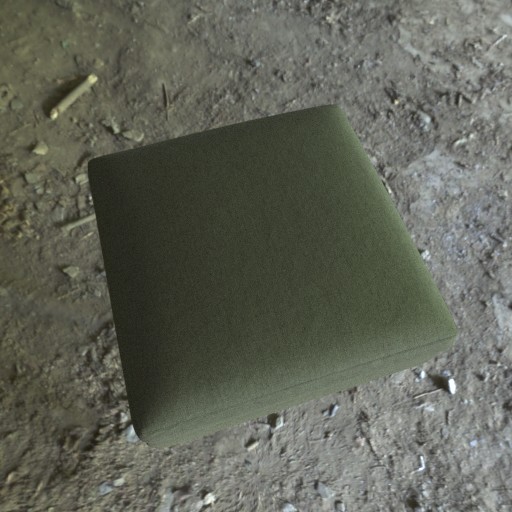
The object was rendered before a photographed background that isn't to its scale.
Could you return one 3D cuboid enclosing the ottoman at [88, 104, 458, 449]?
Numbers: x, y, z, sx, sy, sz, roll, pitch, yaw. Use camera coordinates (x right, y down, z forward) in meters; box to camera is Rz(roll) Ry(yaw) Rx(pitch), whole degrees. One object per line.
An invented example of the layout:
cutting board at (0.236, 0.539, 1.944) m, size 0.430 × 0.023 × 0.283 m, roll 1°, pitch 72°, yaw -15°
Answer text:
ottoman at (0.000, 0.000, 1.612) m, size 1.041 × 0.470 × 1.041 m, roll -15°, pitch 65°, yaw -8°
